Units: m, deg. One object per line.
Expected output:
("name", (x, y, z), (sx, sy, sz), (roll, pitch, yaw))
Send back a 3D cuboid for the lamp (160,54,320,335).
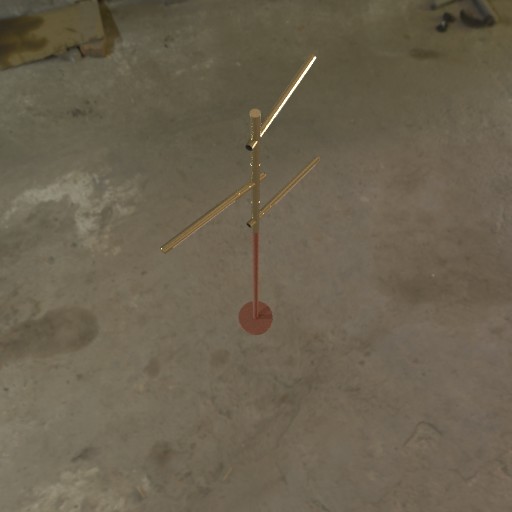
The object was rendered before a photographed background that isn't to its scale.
("lamp", (0.000, 0.000, 1.921), (0.209, 1.704, 0.737), (31, 68, 14))
